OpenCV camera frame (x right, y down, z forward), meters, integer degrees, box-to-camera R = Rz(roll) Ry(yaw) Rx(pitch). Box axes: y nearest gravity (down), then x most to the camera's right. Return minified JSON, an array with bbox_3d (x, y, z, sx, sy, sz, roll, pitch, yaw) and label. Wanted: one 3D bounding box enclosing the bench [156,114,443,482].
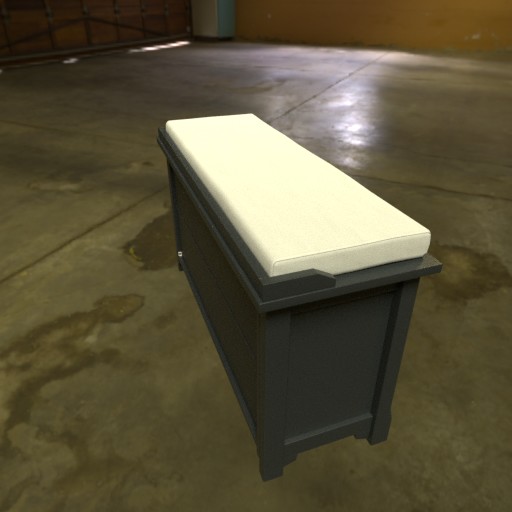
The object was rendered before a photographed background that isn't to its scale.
[{"bbox_3d":[0.000,0.000,1.231,0.345,0.561,0.973,-11,32,-17],"label":"bench"}]
